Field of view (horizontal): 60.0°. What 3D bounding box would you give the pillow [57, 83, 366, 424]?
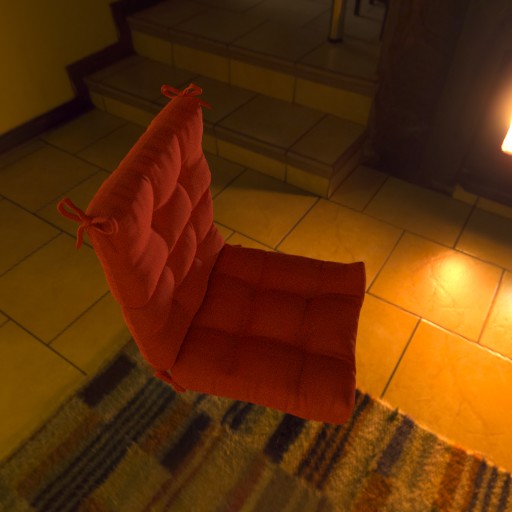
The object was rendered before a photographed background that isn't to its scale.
[{"bbox_3d":[0.000,0.000,1.047,0.571,0.605,0.519,10,47,9],"label":"pillow"}]
